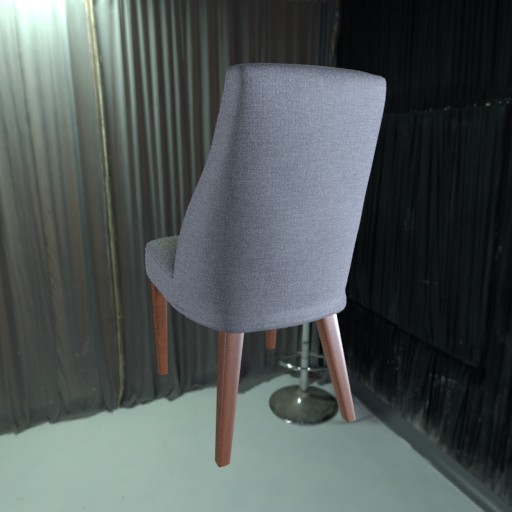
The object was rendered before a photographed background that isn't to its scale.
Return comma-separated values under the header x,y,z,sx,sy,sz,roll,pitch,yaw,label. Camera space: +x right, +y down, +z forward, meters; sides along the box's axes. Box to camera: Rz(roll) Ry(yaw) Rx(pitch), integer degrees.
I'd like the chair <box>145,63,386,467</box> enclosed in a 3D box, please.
x,y,z,sx,sy,sz,roll,pitch,yaw,label
0.000,0.000,1.254,0.500,0.930,0.620,-7,17,-26,chair
